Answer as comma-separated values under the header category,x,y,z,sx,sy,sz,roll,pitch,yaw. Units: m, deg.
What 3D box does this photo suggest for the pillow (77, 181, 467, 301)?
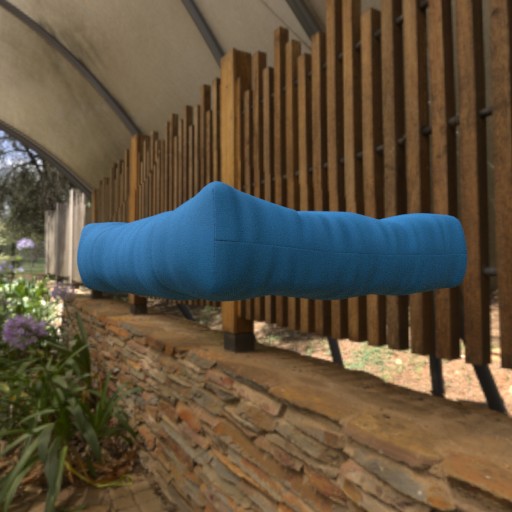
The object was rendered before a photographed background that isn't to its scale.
category,x,y,z,sx,sy,sz,roll,pitch,yaw
pillow,0.000,0.000,0.733,0.468,0.128,0.490,1,-2,-35
